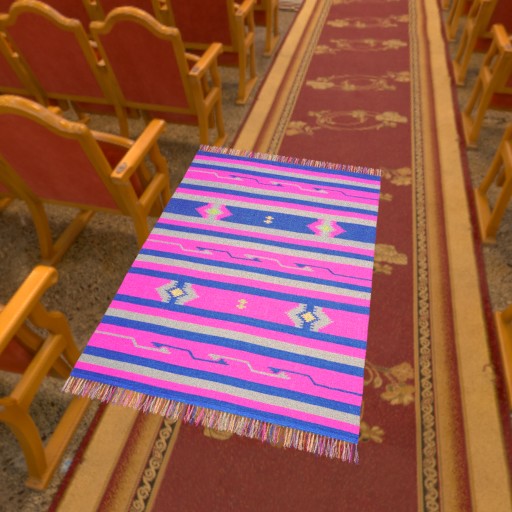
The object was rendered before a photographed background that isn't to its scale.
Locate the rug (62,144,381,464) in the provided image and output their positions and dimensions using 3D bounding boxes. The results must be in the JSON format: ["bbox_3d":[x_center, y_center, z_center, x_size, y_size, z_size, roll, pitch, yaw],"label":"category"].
[{"bbox_3d":[0.000,0.000,2.940,1.539,0.013,2.350,10,48,9],"label":"rug"}]
